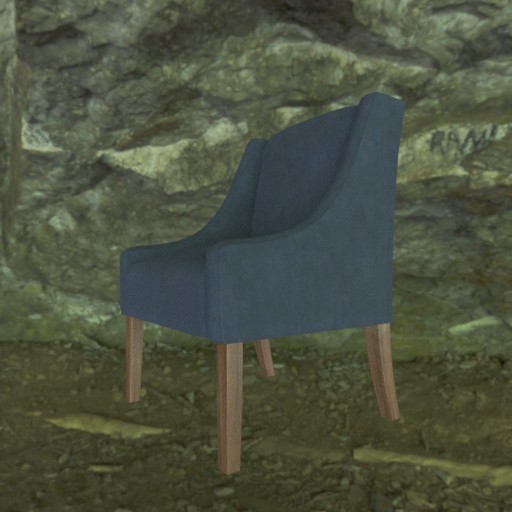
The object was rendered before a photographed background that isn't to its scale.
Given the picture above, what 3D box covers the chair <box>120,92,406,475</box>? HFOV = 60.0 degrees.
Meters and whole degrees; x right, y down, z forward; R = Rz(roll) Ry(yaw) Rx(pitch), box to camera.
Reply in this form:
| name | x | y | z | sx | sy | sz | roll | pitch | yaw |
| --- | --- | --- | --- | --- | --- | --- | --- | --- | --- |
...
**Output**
| name | x | y | z | sx | sy | sz | roll | pitch | yaw |
| --- | --- | --- | --- | --- | --- | --- | --- | --- | --- |
| chair | 0.000 | 0.000 | 1.312 | 0.629 | 0.895 | 0.629 | 0 | -1 | -35 |
